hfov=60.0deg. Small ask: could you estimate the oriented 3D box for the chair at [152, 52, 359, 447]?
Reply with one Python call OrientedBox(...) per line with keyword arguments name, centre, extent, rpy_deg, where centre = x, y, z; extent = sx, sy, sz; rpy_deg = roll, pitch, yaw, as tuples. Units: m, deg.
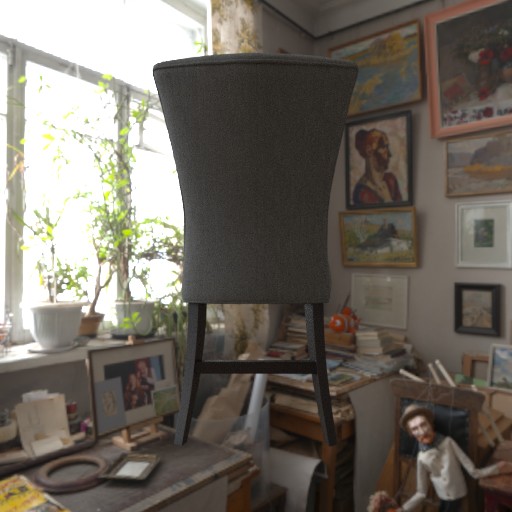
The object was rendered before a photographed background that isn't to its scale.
OrientedBox(name="chair", centre=(0.000, 0.000, 1.358), extent=(0.520, 0.991, 0.660), rpy_deg=(0, -1, 1))
